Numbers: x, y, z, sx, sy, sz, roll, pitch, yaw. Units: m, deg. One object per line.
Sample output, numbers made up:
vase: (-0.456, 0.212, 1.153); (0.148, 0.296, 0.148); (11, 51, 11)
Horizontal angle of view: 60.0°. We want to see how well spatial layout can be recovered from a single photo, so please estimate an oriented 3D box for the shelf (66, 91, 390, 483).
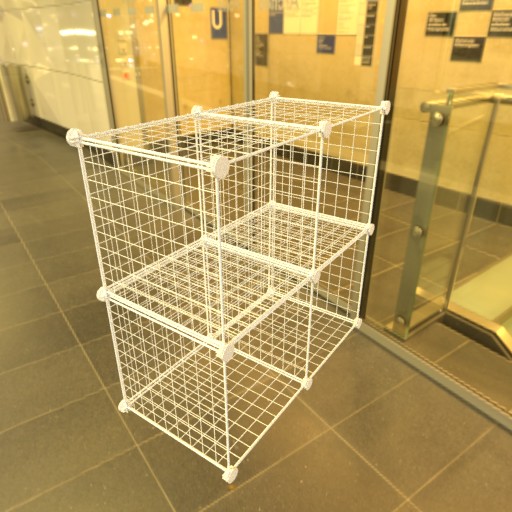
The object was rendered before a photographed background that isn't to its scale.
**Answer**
shelf: (0.000, 0.000, 1.140); (0.356, 0.711, 0.711); (18, 32, 31)
